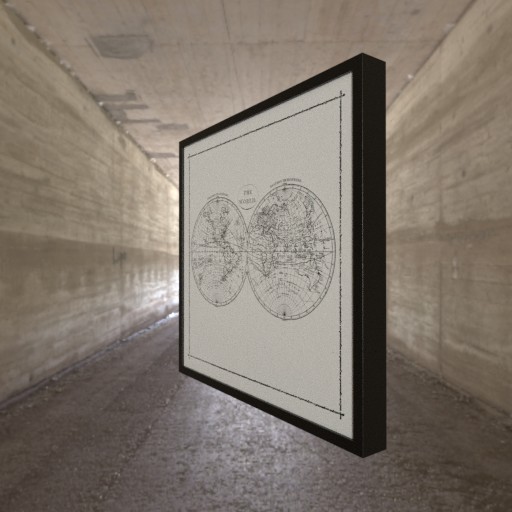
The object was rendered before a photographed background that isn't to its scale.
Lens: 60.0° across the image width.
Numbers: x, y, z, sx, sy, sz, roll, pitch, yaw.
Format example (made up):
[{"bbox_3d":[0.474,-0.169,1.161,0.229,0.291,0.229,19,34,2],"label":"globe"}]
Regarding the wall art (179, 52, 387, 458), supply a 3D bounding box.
[{"bbox_3d":[0.000,0.000,0.488,0.029,0.318,0.327,0,0,-35],"label":"wall art"}]
